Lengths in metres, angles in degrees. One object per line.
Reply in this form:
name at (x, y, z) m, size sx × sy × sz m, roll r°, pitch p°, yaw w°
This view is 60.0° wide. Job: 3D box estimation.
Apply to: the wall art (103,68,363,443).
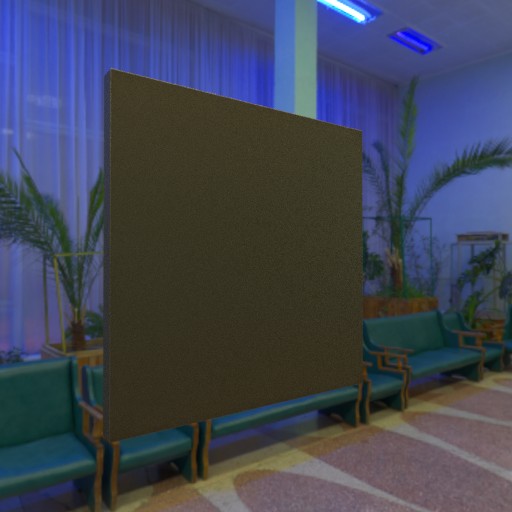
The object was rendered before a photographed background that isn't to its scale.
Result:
wall art at (0.000, 0.000, 0.755) m, size 0.503 × 0.506 × 0.031 m, roll 0°, pitch -1°, yaw -35°
